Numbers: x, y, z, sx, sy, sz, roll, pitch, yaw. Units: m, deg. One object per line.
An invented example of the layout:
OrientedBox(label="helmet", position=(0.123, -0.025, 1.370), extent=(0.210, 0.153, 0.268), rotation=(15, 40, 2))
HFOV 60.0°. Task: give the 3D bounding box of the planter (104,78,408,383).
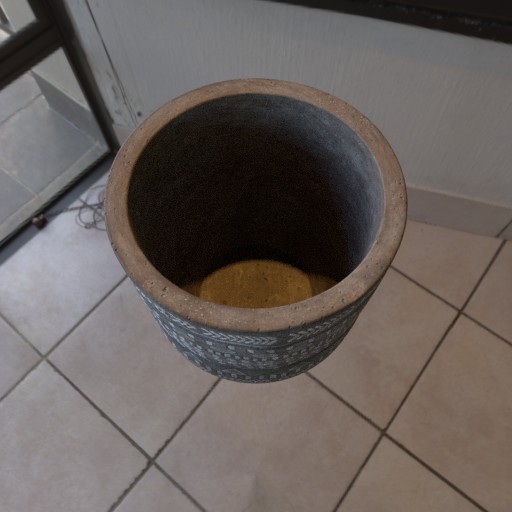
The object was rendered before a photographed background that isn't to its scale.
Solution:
OrientedBox(label="planter", position=(0.000, 0.000, 0.273), extent=(0.142, 0.149, 0.142), rotation=(0, 64, 0))
